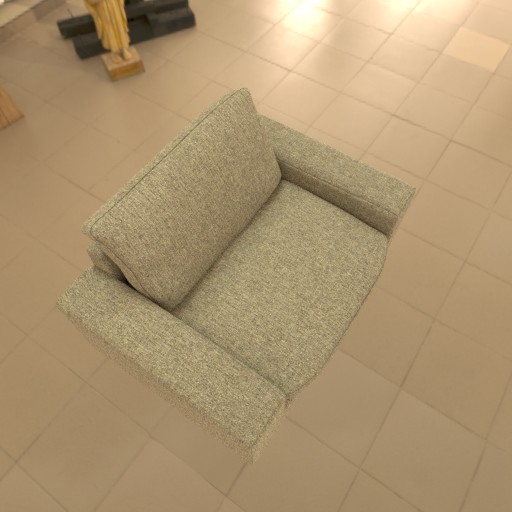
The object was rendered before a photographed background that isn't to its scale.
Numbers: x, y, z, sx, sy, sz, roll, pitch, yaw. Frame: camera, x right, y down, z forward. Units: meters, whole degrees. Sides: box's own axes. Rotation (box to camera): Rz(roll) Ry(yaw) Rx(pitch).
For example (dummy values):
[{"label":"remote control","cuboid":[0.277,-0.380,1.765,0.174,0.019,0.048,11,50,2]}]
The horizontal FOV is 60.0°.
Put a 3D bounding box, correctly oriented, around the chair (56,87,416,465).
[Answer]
[{"label":"chair","cuboid":[0.000,0.000,2.026,1.039,0.915,1.398,30,63,17]}]
